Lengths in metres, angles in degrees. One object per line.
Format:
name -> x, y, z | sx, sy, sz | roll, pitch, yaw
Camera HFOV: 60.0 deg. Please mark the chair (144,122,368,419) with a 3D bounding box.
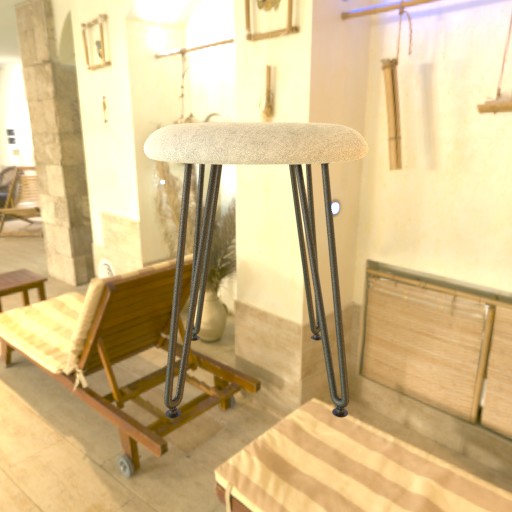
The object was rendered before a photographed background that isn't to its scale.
chair -> 0.000, 0.000, 0.670 | 0.350, 0.386, 0.350 | 15, 22, 42
